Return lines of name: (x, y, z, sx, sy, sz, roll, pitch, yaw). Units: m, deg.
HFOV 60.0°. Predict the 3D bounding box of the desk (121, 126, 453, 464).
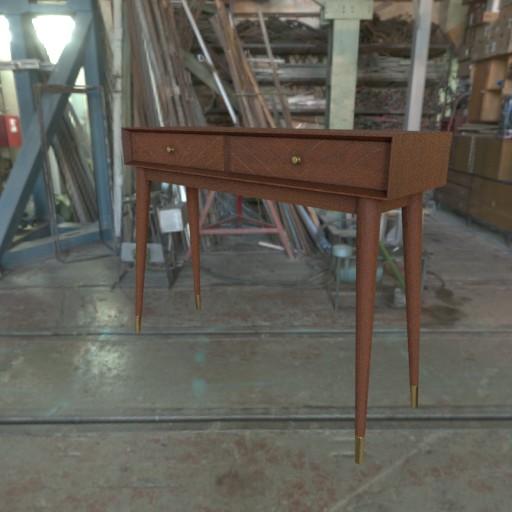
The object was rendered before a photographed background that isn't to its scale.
desk: (0.000, 0.000, 1.664, 1.204, 0.917, 0.384, 16, 23, 41)
